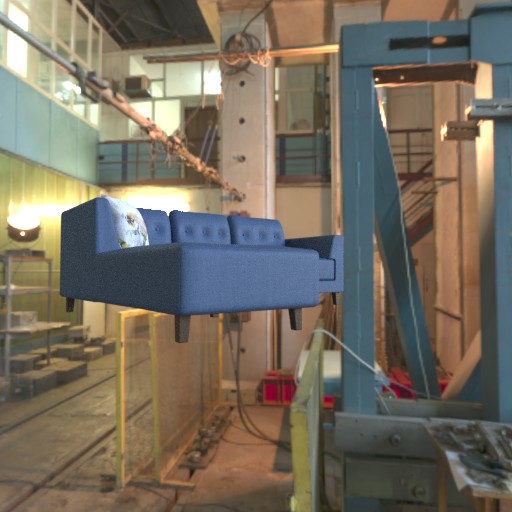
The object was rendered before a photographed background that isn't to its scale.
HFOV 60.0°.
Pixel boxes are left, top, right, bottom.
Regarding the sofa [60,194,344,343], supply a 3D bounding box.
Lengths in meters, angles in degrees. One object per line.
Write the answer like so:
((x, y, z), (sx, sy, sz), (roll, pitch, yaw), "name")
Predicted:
((0.000, 0.000, 3.063), (2.120, 0.787, 1.829), (2, -3, -37), "sofa")
